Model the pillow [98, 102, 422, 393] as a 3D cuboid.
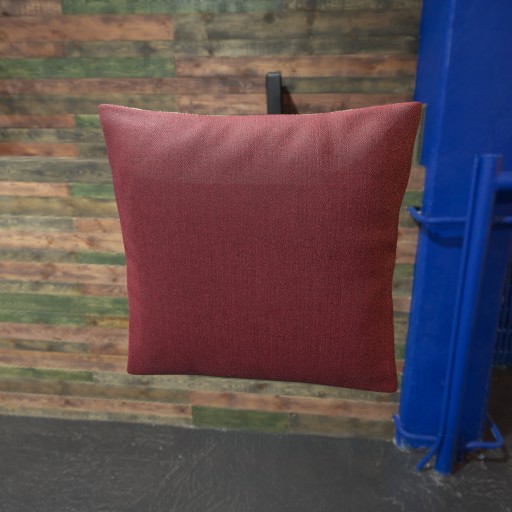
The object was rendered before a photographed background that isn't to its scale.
[{"bbox_3d":[0.000,0.000,0.760,0.513,0.497,0.166,2,16,7],"label":"pillow"}]
